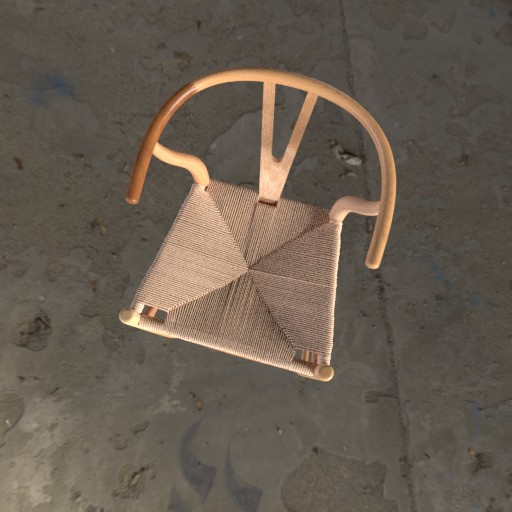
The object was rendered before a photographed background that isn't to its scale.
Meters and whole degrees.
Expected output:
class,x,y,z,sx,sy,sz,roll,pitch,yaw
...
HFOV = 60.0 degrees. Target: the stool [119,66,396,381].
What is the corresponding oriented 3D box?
class,x,y,z,sx,sy,sz,roll,pitch,yaw
stool,0.000,0.000,1.282,0.536,0.923,0.575,15,77,4
